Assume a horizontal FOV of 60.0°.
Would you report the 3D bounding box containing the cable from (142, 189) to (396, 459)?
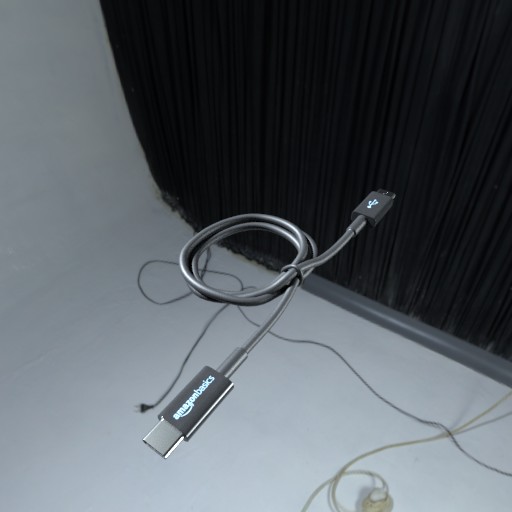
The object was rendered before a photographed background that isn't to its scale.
[{"bbox_3d":[0.000,0.000,0.215,0.070,0.014,0.192,25,46,26],"label":"cable"}]
